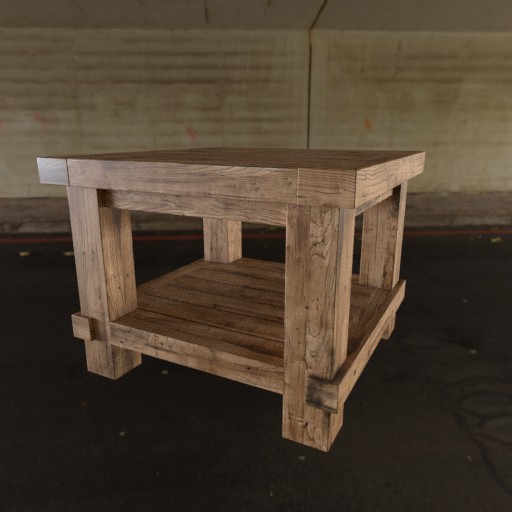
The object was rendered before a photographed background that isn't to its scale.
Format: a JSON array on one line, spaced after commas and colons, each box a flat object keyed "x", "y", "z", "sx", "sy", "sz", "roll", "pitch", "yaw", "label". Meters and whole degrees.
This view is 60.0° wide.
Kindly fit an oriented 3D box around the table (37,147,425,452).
[{"x": 0.000, "y": 0.000, "z": 1.017, "sx": 0.610, "sy": 0.457, "sz": 0.610, "roll": 8, "pitch": 18, "yaw": 27, "label": "table"}]
